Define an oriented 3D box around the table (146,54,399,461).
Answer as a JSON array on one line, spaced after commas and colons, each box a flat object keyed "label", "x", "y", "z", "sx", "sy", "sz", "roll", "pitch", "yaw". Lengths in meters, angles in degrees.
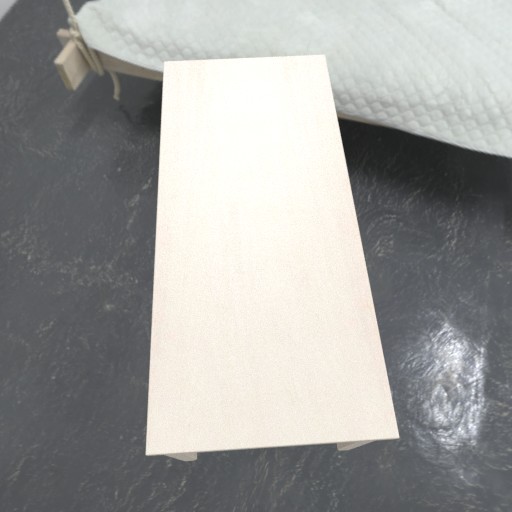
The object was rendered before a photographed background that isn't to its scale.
[{"label": "table", "x": 0.000, "y": 0.000, "z": 1.240, "sx": 0.457, "sy": 0.483, "sz": 1.016, "roll": -3, "pitch": 63, "yaw": -2}]
